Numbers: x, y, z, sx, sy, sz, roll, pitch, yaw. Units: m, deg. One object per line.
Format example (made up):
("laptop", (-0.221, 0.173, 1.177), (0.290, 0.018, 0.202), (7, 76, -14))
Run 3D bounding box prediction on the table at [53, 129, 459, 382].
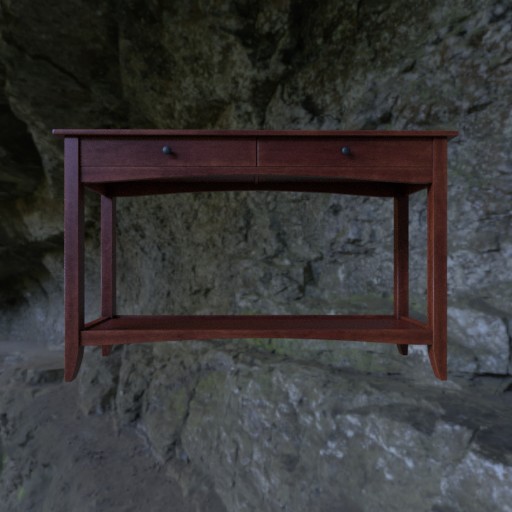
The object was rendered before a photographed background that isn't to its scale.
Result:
("table", (0.000, 0.000, 1.490), (1.188, 0.739, 0.392), (0, 0, -1))
